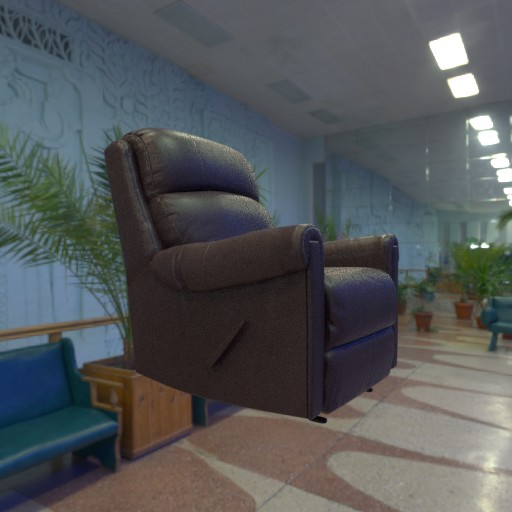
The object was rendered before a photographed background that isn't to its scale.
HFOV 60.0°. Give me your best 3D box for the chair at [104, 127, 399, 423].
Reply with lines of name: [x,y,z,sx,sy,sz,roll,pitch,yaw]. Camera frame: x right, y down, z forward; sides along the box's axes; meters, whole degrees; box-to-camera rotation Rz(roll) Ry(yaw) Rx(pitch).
chair: [0.000,0.000,1.809,1.014,1.054,0.838,0,0,35]
